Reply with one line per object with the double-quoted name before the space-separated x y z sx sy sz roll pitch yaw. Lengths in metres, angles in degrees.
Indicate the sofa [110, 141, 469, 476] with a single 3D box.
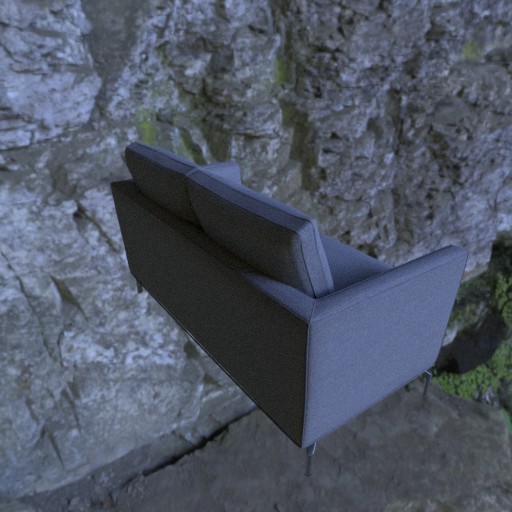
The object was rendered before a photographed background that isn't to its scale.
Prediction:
"sofa" 0.000 0.000 2.084 0.803 0.924 1.594 -18 32 -31
